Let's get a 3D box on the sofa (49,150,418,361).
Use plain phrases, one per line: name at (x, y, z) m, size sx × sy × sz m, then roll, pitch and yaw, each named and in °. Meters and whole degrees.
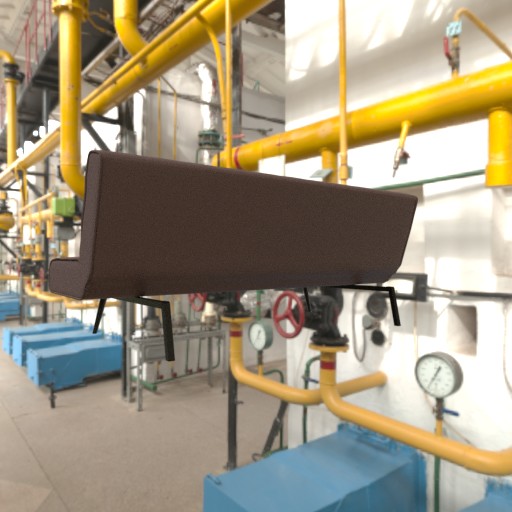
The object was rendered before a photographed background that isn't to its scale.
sofa at (0.000, 0.000, 2.144) m, size 1.703 × 0.699 × 0.747 m, roll 0°, pitch 0°, yaw -37°
